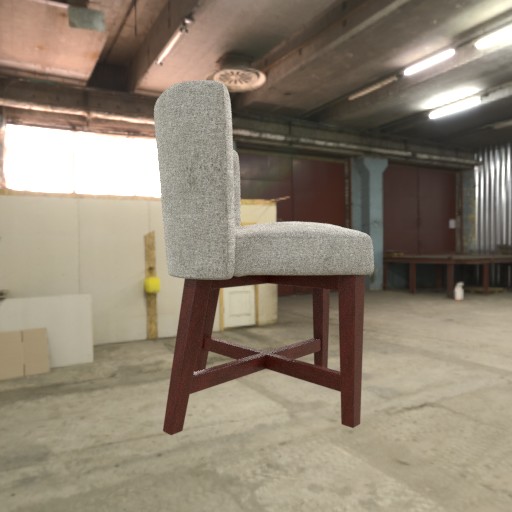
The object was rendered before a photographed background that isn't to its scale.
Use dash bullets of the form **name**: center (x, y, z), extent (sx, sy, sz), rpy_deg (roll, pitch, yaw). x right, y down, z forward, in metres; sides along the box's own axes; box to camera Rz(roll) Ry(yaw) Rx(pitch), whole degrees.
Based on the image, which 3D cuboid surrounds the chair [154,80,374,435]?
- **chair**: center (0.000, 0.000, 1.309), extent (0.575, 0.827, 0.728), rpy_deg (0, 1, -1)
